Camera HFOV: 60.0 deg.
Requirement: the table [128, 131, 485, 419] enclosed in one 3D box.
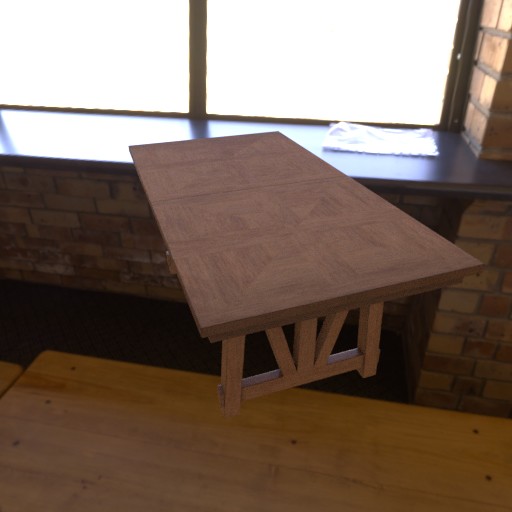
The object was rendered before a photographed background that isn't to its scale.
[{"bbox_3d":[0.000,0.000,2.354,1.016,0.768,1.881,-10,32,-17],"label":"table"}]
